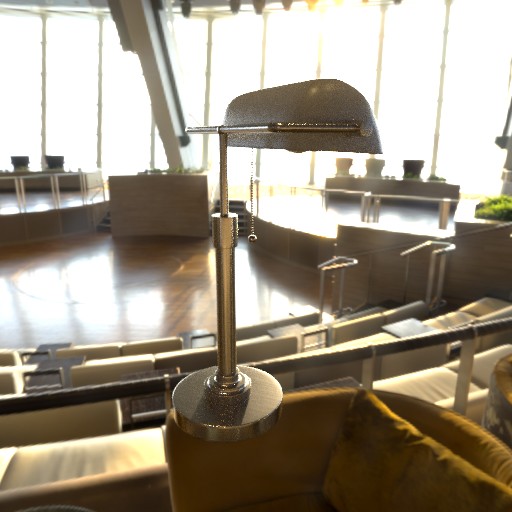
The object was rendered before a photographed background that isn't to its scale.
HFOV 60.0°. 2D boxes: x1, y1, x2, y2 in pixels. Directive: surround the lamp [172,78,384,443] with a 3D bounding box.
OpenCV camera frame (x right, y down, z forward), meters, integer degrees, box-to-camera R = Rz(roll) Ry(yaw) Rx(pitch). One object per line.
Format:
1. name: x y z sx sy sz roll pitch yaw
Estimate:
1. lamp: 0.000 0.000 0.552 0.227 0.404 0.269 -8 17 -26
